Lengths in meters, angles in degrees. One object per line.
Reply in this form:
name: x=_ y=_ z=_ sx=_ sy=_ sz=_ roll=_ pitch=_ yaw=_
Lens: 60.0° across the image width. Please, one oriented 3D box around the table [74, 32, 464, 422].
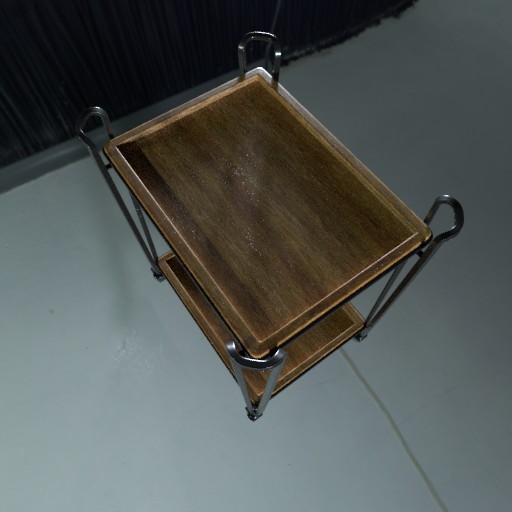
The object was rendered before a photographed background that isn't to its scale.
table: x=0.000 y=0.000 z=1.205 sx=0.505 sy=0.785 sz=0.672 roll=-32 pitch=67 yaw=-15
